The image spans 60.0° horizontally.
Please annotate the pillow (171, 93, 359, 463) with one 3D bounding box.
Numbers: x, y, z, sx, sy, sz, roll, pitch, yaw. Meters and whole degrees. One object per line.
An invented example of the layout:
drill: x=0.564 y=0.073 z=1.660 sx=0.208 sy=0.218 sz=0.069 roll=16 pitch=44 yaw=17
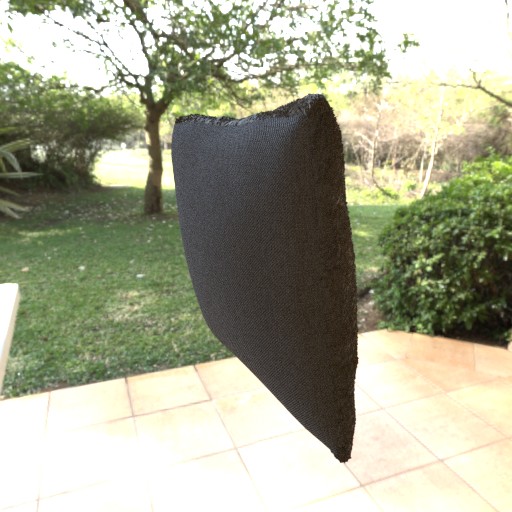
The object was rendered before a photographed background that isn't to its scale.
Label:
pillow: x=0.000 y=0.000 z=0.797 sx=0.218 sy=0.515 sz=0.529 roll=-8 pitch=17 yaw=-26
